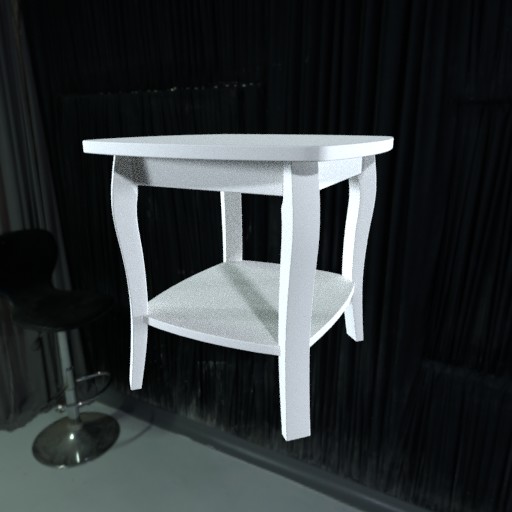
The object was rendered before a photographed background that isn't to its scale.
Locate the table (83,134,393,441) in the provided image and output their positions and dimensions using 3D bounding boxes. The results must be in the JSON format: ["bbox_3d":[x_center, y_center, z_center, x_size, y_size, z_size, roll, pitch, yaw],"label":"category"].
[{"bbox_3d":[0.000,0.000,0.849,0.451,0.438,0.502,8,19,25],"label":"table"}]
